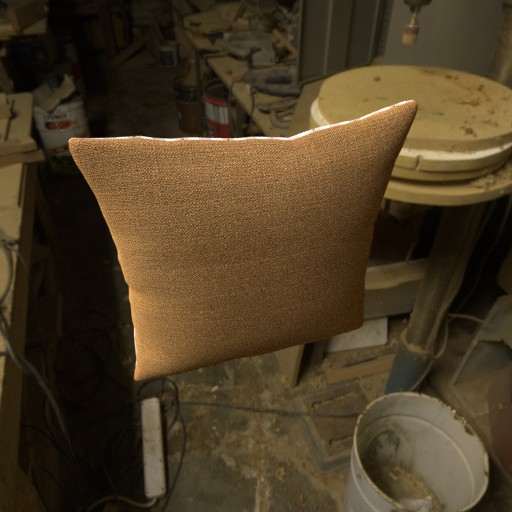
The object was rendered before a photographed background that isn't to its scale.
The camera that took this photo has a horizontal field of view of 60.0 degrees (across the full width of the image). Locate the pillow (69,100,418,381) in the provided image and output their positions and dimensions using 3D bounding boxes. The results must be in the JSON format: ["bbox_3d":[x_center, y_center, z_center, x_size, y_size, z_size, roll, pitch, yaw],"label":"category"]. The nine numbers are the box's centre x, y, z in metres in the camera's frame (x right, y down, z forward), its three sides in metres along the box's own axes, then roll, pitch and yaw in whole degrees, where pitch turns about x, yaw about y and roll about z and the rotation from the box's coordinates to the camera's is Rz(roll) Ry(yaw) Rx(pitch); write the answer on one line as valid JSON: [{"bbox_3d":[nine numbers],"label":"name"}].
[{"bbox_3d":[0.000,0.000,0.664,0.432,0.437,0.147,-12,41,-14],"label":"pillow"}]
